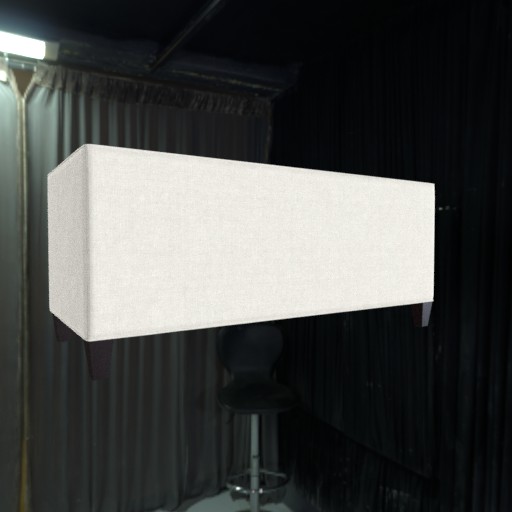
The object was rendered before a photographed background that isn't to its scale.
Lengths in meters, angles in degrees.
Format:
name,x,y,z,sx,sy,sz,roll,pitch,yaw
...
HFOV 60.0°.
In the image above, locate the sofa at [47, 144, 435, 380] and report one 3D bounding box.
name,x,y,z,sx,sy,sz,roll,pitch,yaw
sofa,0.000,0.000,2.197,1.778,0.762,0.775,-1,2,-33
